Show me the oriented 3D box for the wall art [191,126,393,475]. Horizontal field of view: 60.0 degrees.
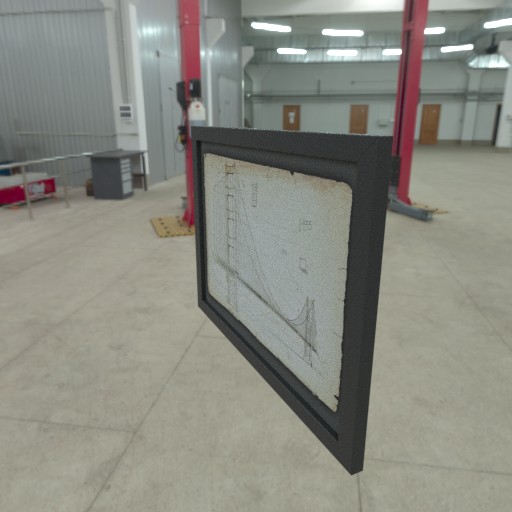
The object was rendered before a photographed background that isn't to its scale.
[{"bbox_3d":[0.000,0.000,0.556,0.016,0.306,0.432,-8,19,-25],"label":"wall art"}]
